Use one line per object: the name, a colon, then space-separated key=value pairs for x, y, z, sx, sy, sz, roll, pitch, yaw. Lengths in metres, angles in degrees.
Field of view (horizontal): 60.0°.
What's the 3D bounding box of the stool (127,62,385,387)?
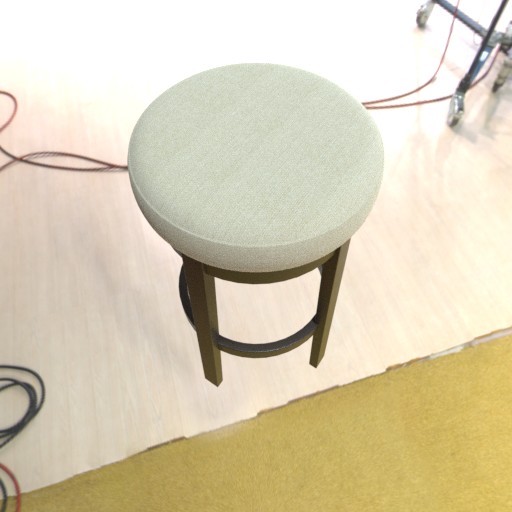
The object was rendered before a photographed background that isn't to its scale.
stool: x=0.000 y=0.000 z=1.026 sx=0.446 sy=0.758 sz=0.446 roll=0 pitch=58 yaw=0
